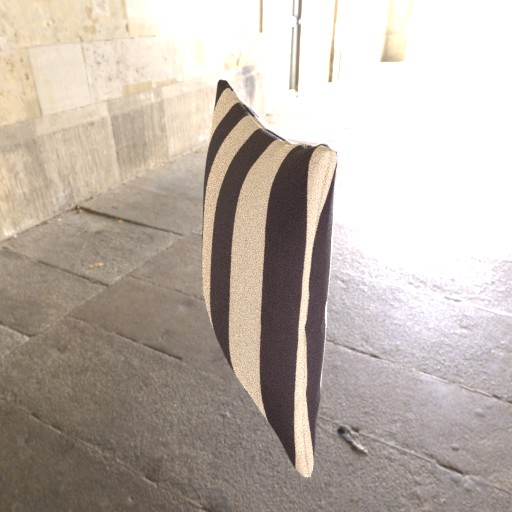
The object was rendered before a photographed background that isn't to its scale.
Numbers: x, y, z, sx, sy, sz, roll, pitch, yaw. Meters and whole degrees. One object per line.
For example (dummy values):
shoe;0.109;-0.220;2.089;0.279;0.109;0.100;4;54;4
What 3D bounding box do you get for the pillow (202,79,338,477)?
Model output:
pillow;0.000;0.000;0.794;0.189;0.526;0.536;-9;31;-15
